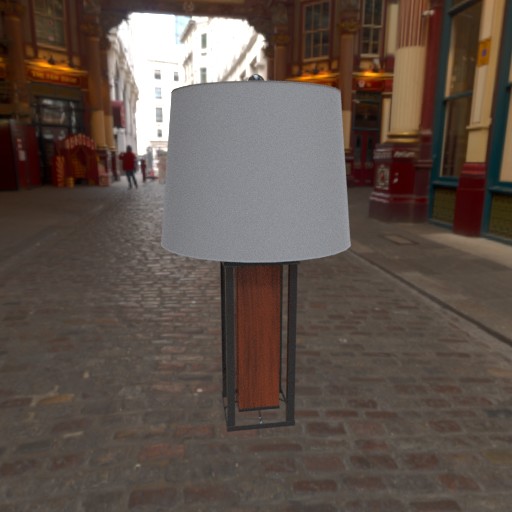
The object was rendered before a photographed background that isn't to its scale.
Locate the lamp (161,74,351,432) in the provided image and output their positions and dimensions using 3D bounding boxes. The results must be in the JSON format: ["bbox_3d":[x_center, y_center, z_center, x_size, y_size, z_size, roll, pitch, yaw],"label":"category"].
[{"bbox_3d":[0.000,0.000,0.769,0.320,0.591,0.320,0,13,0],"label":"lamp"}]
